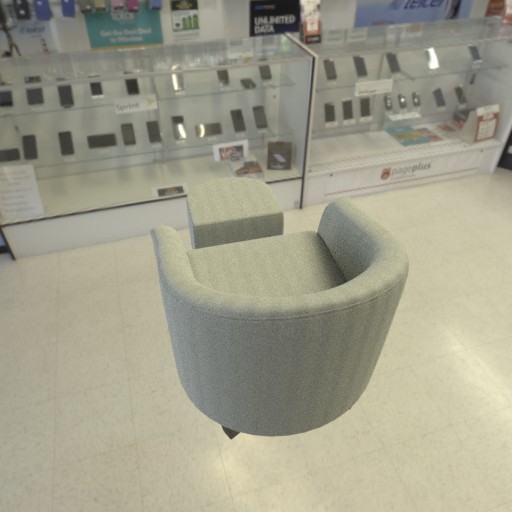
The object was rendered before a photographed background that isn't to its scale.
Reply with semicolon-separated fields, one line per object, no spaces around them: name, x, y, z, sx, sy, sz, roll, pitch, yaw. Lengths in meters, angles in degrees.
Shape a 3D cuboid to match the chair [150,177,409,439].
chair;0.000;0.000;1.725;0.756;0.757;1.288;-10;41;-11
